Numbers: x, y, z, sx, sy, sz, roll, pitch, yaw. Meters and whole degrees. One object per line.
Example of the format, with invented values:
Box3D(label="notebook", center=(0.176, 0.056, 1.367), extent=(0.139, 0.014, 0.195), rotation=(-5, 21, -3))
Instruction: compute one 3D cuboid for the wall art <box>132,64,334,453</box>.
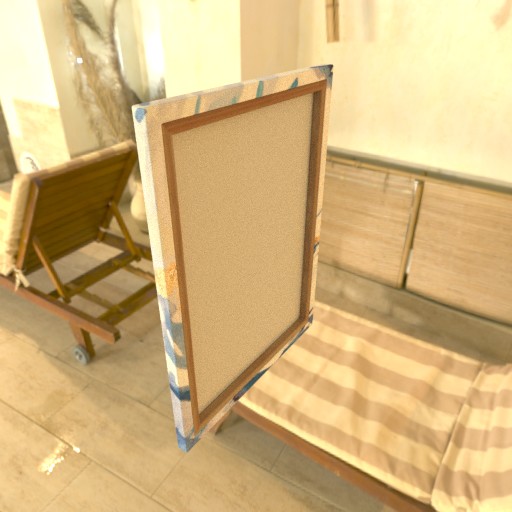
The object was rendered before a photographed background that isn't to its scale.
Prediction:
Box3D(label="wall art", center=(0.000, 0.000, 1.360), extent=(0.038, 1.015, 0.761), rotation=(20, 36, 31))
